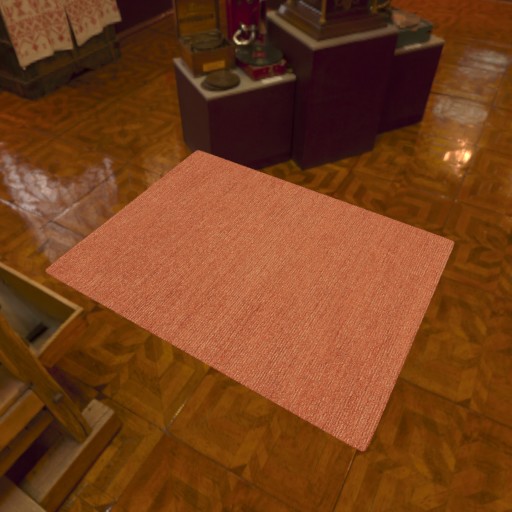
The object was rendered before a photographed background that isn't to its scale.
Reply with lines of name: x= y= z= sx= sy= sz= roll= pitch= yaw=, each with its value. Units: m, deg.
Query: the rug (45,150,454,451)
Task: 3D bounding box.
rug: x=0.000 y=0.000 z=2.833 sx=2.112 sy=0.009 sz=1.594 roll=24 pitch=50 yaw=21
